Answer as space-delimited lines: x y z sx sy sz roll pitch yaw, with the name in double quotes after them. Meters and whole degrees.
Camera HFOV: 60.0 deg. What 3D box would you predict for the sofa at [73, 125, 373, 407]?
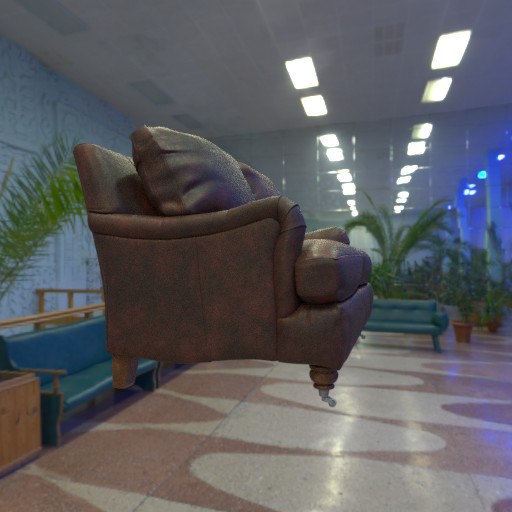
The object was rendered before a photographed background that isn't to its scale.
0.000 0.000 2.377 1.148 1.070 1.628 0 -1 18 "sofa"
